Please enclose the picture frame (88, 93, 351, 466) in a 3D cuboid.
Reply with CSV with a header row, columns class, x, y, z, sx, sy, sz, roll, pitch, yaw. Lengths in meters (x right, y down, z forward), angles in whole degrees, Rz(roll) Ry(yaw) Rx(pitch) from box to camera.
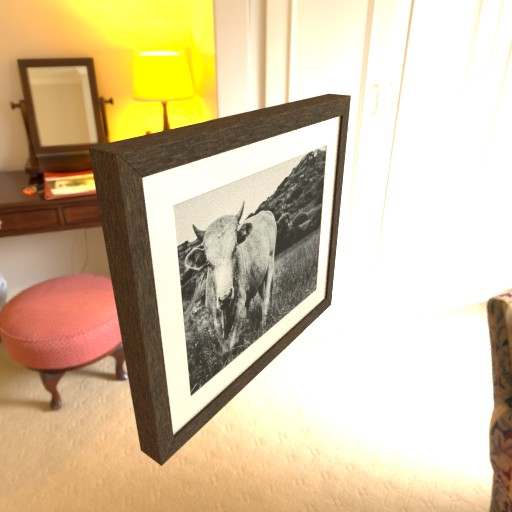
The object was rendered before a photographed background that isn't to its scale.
class,x,y,z,sx,sy,sz,roll,pitch,yaw
picture frame,0.000,0.000,0.534,0.033,0.330,0.378,19,33,32
